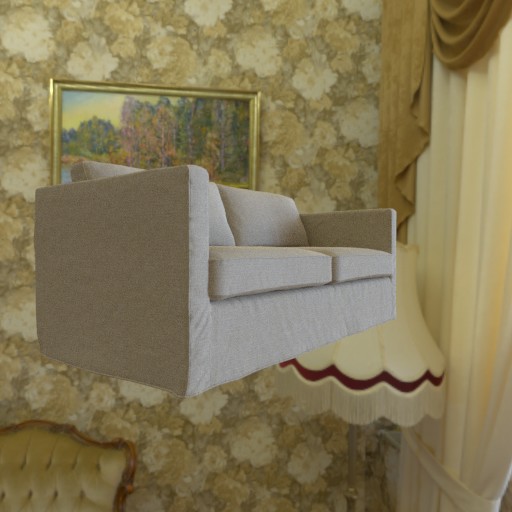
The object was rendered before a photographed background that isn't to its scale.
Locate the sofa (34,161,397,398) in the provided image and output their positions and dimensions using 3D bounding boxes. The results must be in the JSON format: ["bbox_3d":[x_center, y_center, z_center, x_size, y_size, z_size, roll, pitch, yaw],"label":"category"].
[{"bbox_3d":[0.000,0.000,2.409,0.956,0.847,1.987,1,1,36],"label":"sofa"}]
